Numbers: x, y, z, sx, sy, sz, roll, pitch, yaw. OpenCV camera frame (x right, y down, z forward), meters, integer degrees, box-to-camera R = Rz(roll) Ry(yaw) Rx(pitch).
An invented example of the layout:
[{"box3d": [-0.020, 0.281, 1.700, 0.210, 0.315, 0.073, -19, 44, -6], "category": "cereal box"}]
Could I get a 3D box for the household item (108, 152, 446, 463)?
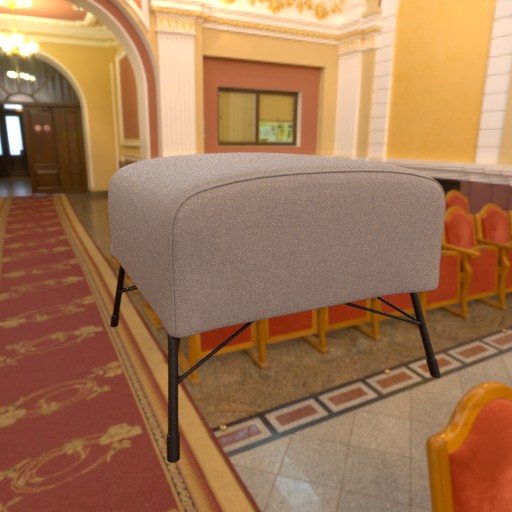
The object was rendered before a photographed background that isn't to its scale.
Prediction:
[{"box3d": [0.000, 0.000, 0.905, 0.530, 0.410, 0.530, -7, 16, -25], "category": "household item"}]
